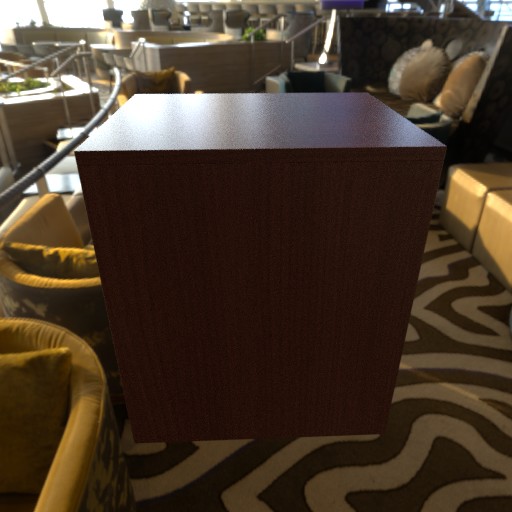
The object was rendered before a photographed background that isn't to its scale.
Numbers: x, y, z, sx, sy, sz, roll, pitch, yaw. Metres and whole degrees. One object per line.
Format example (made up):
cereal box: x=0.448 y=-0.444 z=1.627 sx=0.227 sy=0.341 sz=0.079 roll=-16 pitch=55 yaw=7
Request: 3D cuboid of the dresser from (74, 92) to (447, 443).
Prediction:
dresser: x=0.000 y=0.000 z=0.747 sx=0.400 sy=0.470 sz=0.360 roll=-1 pitch=30 yaw=-2
